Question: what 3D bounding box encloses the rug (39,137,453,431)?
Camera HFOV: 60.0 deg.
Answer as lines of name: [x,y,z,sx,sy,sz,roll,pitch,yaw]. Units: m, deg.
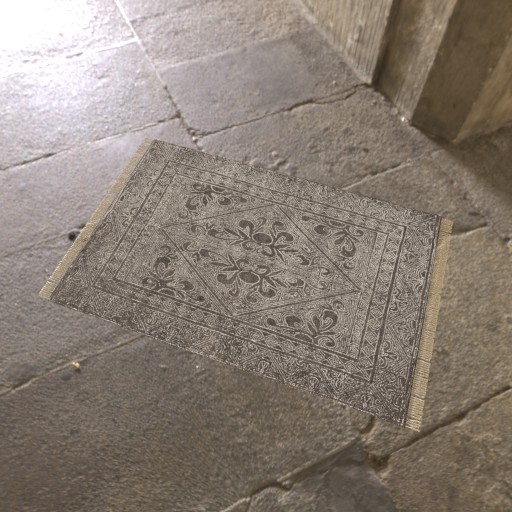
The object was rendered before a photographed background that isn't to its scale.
rug: [0.000,0.000,3.000,2.440,0.010,1.529,17,60,10]
